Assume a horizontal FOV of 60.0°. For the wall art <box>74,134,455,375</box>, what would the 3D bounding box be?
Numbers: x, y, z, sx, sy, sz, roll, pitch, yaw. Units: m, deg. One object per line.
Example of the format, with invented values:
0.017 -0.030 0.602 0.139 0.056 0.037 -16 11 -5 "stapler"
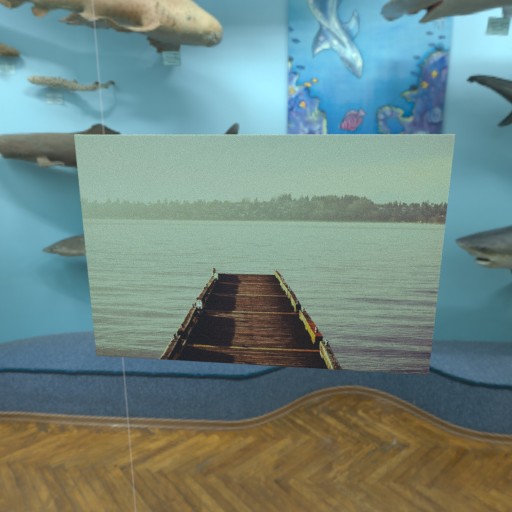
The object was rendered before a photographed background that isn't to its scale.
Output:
0.000 0.000 1.444 1.149 0.765 0.040 2 15 7 "wall art"
